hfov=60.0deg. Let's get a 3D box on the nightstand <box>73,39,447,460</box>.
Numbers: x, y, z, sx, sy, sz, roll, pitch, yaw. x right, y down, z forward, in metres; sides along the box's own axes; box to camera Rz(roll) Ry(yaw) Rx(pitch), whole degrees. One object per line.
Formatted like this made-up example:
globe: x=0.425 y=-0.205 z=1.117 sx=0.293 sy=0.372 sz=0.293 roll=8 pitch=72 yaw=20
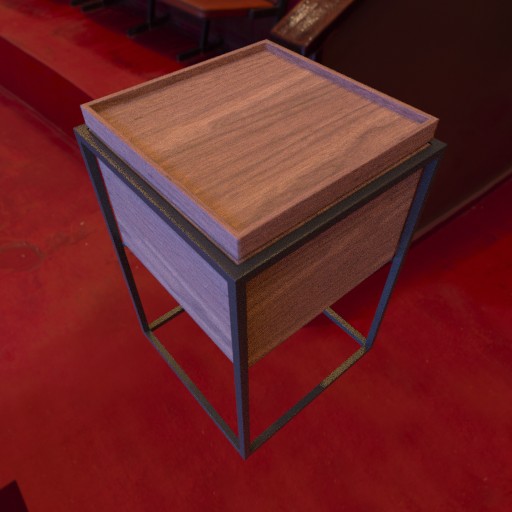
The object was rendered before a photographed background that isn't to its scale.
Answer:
nightstand: x=0.000 y=0.000 z=0.856 sx=0.397 sy=0.607 sz=0.397 roll=-32 pitch=55 yaw=-26
